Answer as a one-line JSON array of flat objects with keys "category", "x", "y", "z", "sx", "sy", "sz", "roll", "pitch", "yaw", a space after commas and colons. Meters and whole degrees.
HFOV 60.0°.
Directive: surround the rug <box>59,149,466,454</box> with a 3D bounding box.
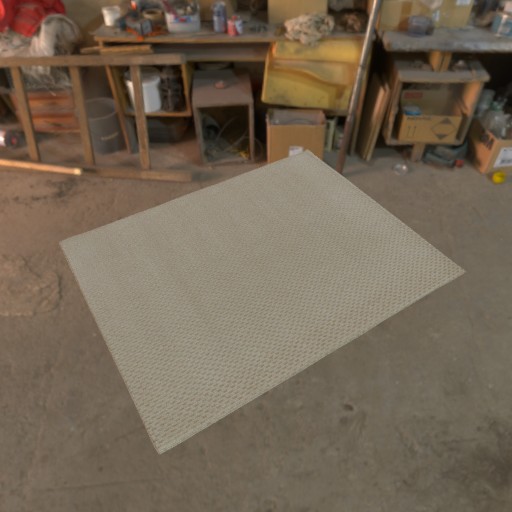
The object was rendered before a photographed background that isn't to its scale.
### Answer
[{"category": "rug", "x": 0.000, "y": 0.000, "z": 3.982, "sx": 2.897, "sy": 0.035, "sz": 2.277, "roll": -25, "pitch": 51, "yaw": -22}]
